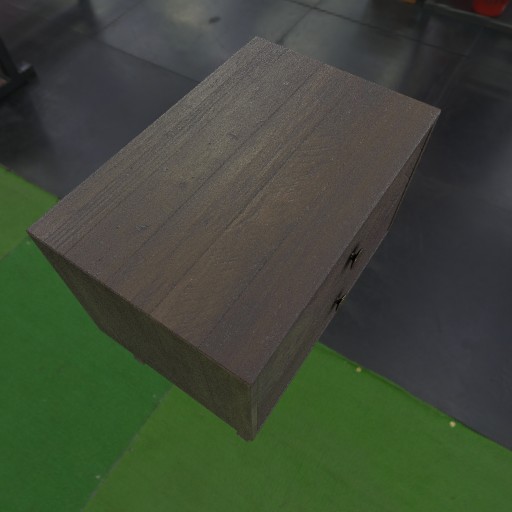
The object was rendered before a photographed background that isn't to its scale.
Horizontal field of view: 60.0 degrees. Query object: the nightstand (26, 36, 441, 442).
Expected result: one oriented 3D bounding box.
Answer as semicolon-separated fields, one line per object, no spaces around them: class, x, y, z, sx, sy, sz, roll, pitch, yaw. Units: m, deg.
nightstand;0.000;0.000;1.034;0.450;0.599;0.650;30;62;18
